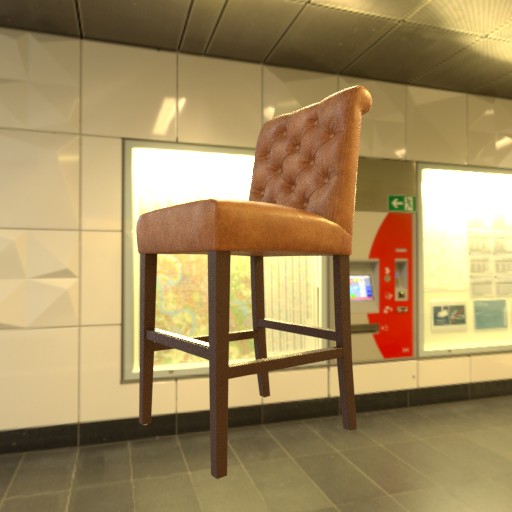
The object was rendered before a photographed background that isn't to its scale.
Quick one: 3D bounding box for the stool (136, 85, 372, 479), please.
[{"bbox_3d":[0.000,0.000,1.381,0.601,1.047,0.493,1,-1,-37],"label":"stool"}]
